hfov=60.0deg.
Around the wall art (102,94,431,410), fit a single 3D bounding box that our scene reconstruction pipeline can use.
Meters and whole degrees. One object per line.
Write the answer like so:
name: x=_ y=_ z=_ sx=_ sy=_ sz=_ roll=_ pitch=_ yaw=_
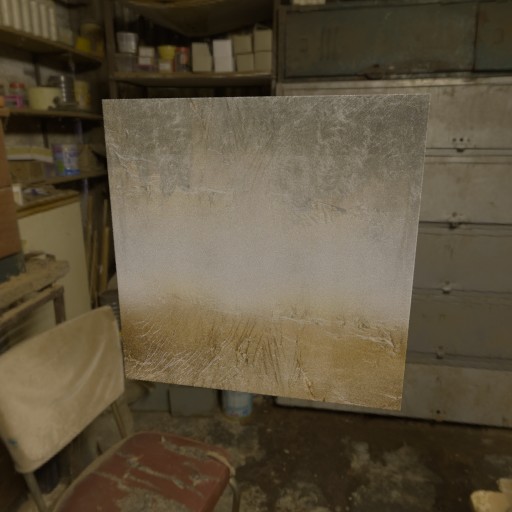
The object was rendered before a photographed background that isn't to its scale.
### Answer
wall art: x=0.000 y=0.000 z=0.905 sx=0.610 sy=0.610 sz=0.038 roll=3 pitch=15 yaw=12
